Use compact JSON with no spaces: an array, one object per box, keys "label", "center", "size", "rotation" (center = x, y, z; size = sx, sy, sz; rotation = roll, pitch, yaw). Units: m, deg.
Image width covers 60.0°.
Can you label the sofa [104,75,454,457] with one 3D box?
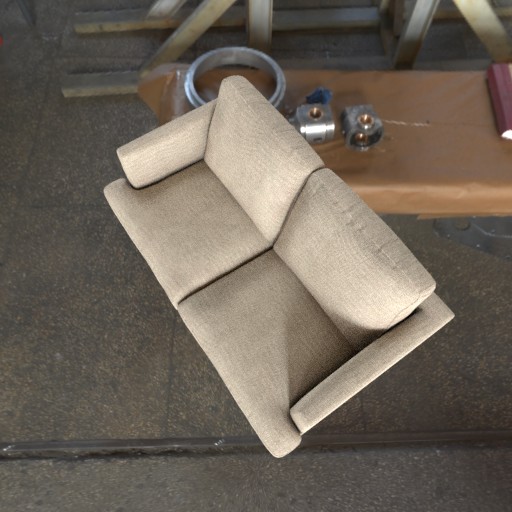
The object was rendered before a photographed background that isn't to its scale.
[{"label":"sofa","center":[0.000,0.000,2.143],"size":[0.903,0.944,1.582],"rotation":[-32,68,-14]}]
